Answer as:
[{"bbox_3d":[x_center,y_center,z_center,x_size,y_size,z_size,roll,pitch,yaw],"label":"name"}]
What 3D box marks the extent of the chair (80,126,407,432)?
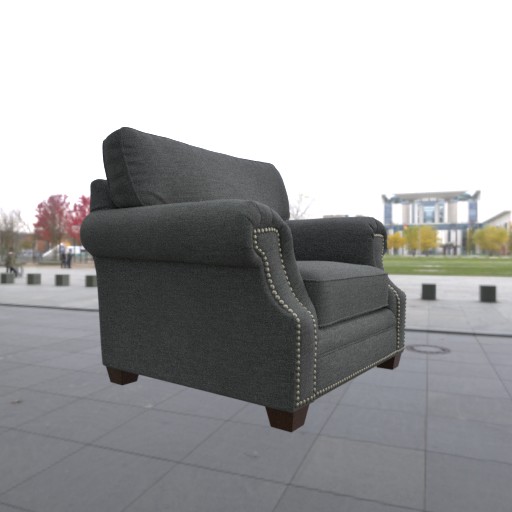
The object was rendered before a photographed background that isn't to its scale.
[{"bbox_3d":[0.000,0.000,1.828,0.965,0.961,1.092,0,1,36],"label":"chair"}]
